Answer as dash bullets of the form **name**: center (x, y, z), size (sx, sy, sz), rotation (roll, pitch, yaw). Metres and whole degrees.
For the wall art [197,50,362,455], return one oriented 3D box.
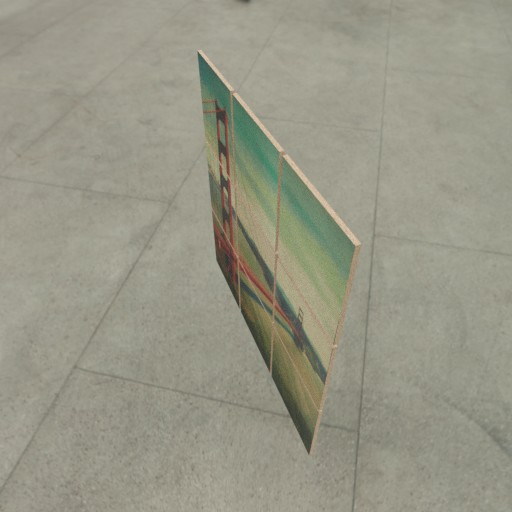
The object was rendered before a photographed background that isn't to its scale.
- **wall art**: center (0.000, 0.000, 1.363), size (0.012, 0.910, 0.917), rotation (-16, 47, -15)
